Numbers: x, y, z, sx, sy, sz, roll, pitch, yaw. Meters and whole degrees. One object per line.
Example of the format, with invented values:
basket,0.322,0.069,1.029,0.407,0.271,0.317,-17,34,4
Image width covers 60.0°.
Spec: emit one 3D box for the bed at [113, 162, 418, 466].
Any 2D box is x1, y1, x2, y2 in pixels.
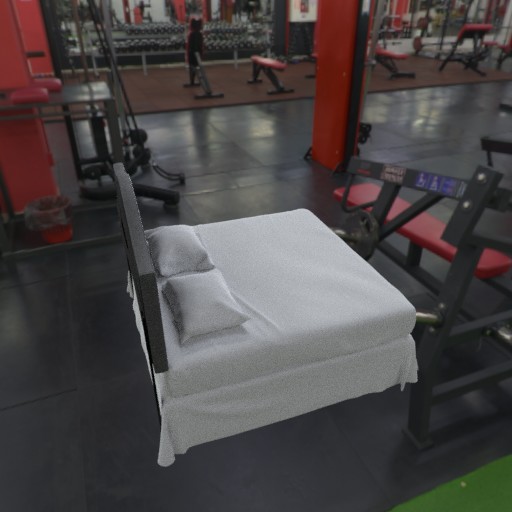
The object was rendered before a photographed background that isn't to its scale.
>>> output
bed,0.000,0.000,3.848,2.219,1.651,2.314,-10,32,-17
